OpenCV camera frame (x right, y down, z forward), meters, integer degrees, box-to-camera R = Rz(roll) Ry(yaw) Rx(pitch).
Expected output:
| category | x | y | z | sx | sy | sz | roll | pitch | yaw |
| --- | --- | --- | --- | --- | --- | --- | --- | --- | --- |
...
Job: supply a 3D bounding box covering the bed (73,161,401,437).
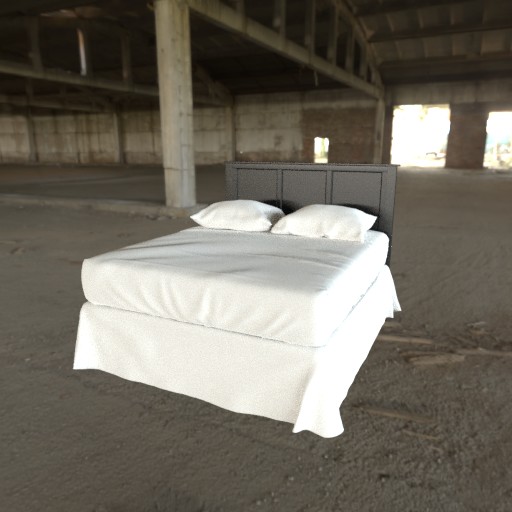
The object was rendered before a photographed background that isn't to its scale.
| category | x | y | z | sx | sy | sz | roll | pitch | yaw |
| --- | --- | --- | --- | --- | --- | --- | --- | --- | --- |
| bed | 0.000 | 0.000 | 3.248 | 1.870 | 1.270 | 2.050 | 7 | 16 | 25 |
